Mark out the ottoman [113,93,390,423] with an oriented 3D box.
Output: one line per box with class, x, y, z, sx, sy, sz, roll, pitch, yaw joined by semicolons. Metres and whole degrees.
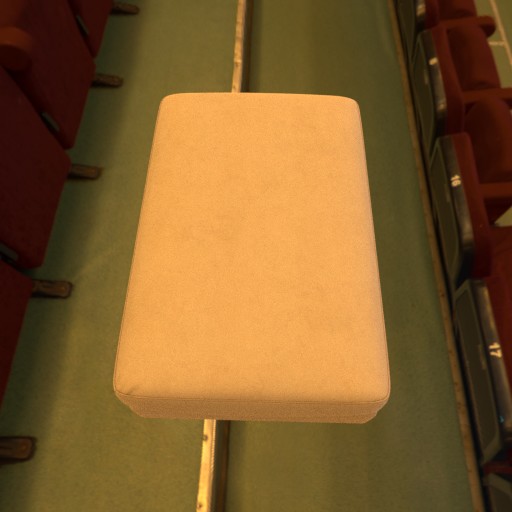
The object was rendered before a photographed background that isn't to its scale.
ottoman;0.000;0.000;1.228;0.584;0.483;0.864;1;63;1
